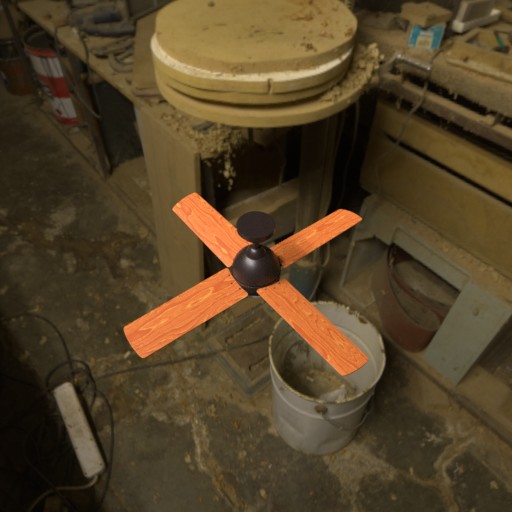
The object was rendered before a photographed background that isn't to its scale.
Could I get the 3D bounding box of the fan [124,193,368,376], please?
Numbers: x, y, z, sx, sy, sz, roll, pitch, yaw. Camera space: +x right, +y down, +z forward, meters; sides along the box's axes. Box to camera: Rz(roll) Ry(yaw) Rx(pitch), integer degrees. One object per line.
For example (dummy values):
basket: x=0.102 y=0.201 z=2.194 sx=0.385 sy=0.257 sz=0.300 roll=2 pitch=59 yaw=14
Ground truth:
fan: x=0.000 y=0.000 z=2.057 sx=1.332 sy=0.403 sz=1.332 roll=-30 pitch=54 yaw=-25
